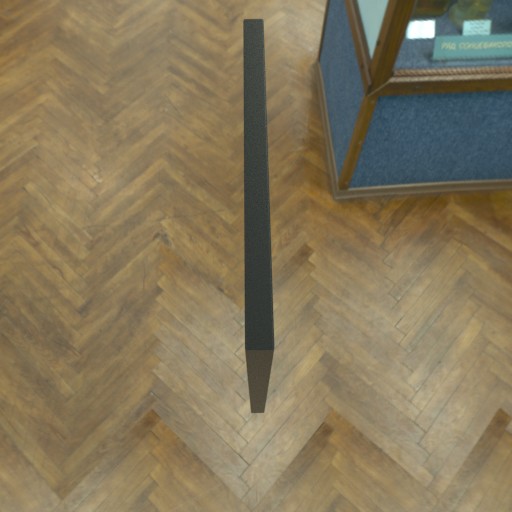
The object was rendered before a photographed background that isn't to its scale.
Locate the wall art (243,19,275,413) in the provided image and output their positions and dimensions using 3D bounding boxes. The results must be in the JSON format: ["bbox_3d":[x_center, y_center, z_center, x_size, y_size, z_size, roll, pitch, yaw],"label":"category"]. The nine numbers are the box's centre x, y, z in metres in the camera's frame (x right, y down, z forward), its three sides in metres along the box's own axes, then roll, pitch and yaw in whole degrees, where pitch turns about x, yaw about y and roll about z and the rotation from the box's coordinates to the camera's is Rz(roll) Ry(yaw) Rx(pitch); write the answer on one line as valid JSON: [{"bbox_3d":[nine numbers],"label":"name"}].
[{"bbox_3d":[0.000,0.000,0.754,0.028,0.551,0.451,-1,65,0],"label":"wall art"}]
